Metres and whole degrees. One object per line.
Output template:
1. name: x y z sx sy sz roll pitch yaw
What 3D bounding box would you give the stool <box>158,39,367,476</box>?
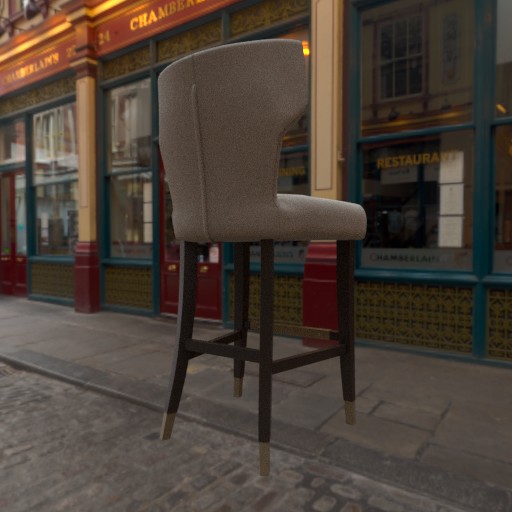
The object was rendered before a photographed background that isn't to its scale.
1. stool: 0.000 0.000 1.389 0.526 1.092 0.563 1 1 35
